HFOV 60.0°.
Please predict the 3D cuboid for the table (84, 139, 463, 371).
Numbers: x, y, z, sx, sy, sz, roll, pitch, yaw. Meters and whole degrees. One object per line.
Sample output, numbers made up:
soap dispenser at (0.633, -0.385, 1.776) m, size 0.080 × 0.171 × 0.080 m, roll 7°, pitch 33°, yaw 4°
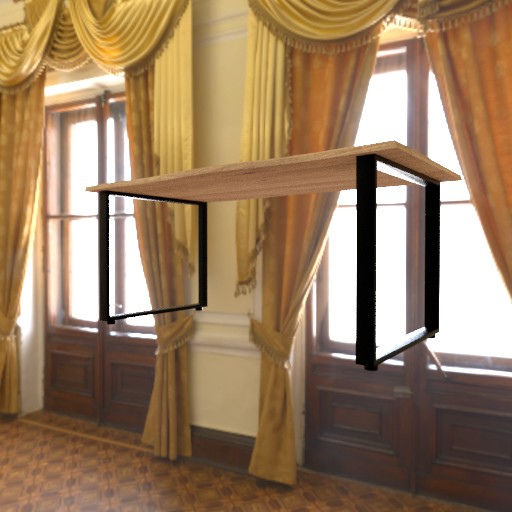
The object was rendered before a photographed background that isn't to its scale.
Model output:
table at (0.000, 0.000, 2.313) m, size 1.800 × 0.780 × 0.900 m, roll 1°, pitch 1°, yaw 38°
